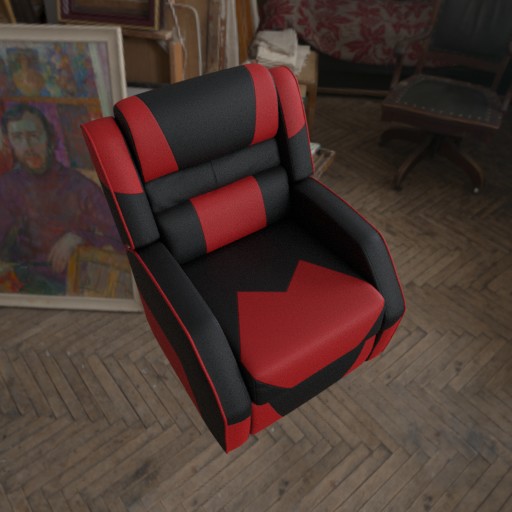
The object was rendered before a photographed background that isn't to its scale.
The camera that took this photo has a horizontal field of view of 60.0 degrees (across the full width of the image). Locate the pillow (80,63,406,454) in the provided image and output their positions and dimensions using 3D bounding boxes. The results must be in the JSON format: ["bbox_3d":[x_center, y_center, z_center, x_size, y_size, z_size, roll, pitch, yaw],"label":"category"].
[{"bbox_3d":[0.000,0.000,1.271,0.620,0.805,0.672,-26,52,-22],"label":"pillow"}]
